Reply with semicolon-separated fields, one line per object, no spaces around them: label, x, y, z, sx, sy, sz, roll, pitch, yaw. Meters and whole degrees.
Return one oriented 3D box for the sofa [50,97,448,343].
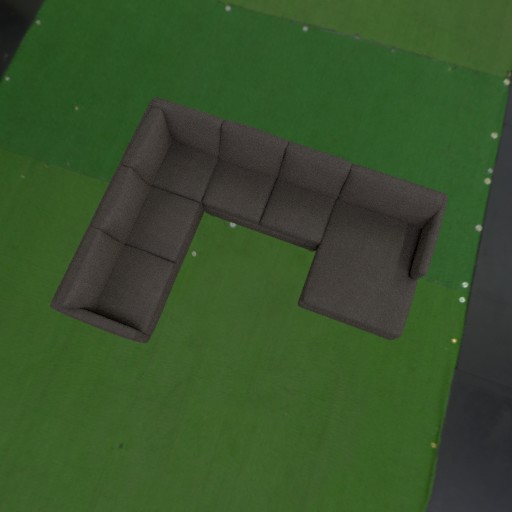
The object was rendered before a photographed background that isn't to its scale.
sofa;0.000;0.000;4.784;3.460;0.961;2.594;20;76;5
